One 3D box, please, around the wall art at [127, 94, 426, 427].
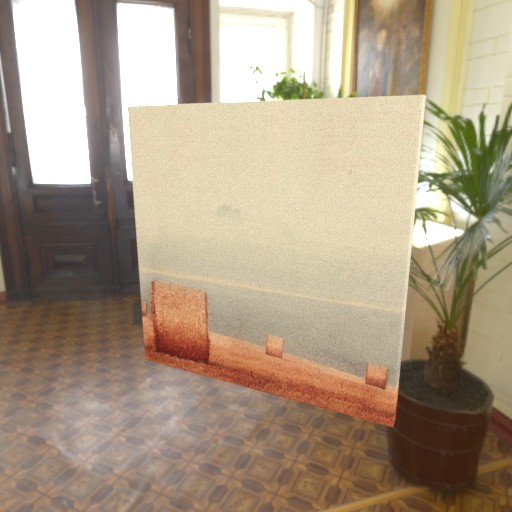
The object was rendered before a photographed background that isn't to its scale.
[{"bbox_3d":[0.000,0.000,0.615,0.405,0.405,0.023,7,17,25],"label":"wall art"}]
